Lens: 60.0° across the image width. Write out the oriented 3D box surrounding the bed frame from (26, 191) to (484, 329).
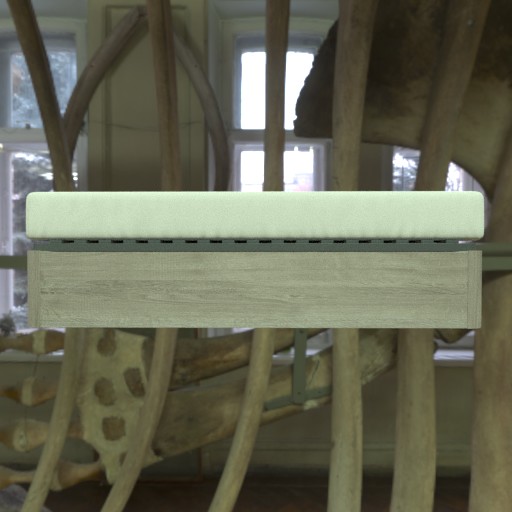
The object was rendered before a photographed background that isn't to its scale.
[{"bbox_3d":[0.000,0.000,2.491,1.900,0.561,1.400,0,1,1],"label":"bed frame"}]
